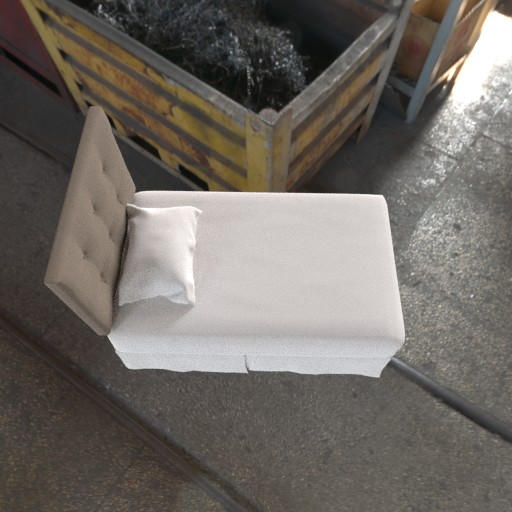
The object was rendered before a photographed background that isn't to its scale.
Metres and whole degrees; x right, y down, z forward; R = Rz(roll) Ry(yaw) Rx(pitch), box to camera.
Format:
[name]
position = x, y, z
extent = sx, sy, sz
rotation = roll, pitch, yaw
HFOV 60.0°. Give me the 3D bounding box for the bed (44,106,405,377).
[bed]
position = 0.000, 0.000, 3.002
extent = 1.997, 1.571, 1.261
rotation = 1, 63, 1
